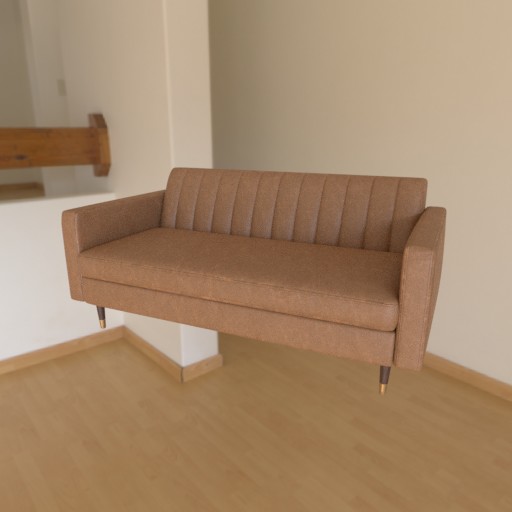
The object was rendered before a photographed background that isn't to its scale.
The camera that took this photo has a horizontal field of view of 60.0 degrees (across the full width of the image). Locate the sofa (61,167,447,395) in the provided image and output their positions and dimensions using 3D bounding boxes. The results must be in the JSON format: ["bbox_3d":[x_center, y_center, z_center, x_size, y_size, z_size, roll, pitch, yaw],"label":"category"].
[{"bbox_3d":[0.000,0.000,2.390,1.847,0.821,0.993,7,18,24],"label":"sofa"}]
